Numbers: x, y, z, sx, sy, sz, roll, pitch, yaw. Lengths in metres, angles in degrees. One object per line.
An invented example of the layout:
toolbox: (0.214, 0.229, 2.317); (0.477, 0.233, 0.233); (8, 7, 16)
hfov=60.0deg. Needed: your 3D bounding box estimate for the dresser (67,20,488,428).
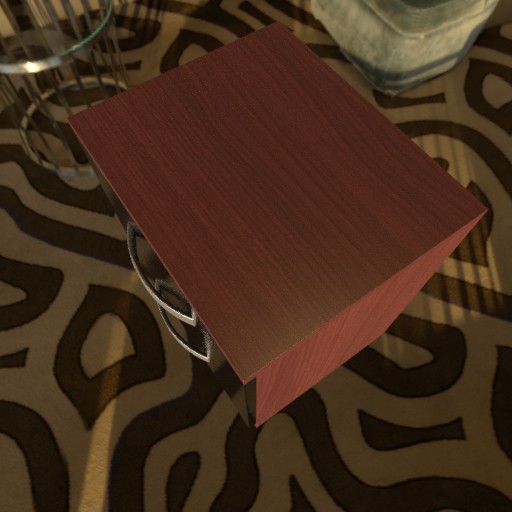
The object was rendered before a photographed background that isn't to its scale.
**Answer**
dresser: (0.000, 0.000, 0.736); (0.360, 0.470, 0.400); (-32, 67, -15)
